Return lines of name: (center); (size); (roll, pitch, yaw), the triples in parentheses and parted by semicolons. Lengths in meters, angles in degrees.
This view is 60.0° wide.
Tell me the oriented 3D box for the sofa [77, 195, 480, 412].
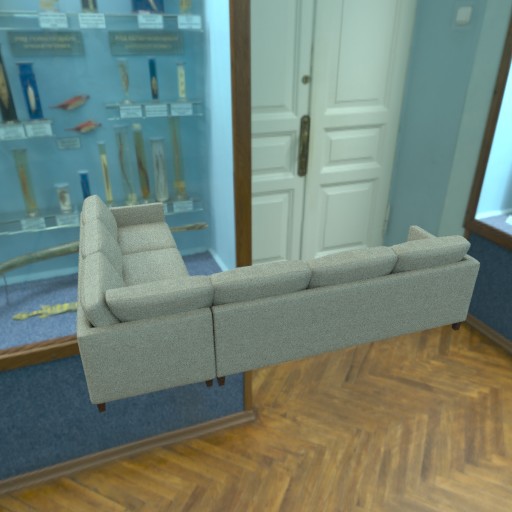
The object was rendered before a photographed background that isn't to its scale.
sofa: (0.000, 0.000, 4.504); (3.333, 0.934, 2.522); (-9, 28, -17)
